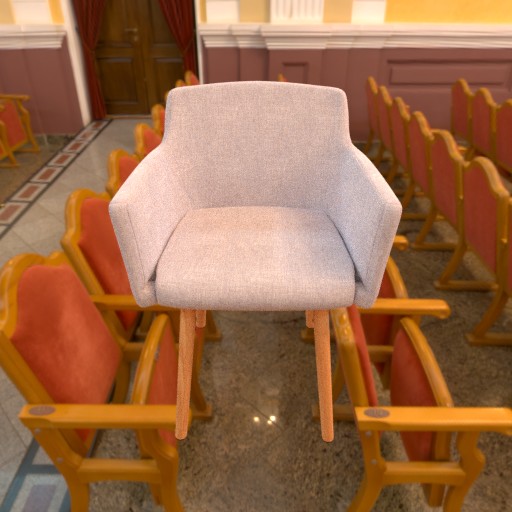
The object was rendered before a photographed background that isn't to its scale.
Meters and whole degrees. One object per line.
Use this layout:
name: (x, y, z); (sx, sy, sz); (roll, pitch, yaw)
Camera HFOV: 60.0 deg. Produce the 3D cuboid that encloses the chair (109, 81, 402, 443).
chair: (0.000, 0.000, 1.157); (0.570, 0.780, 0.540); (0, 31, 0)
